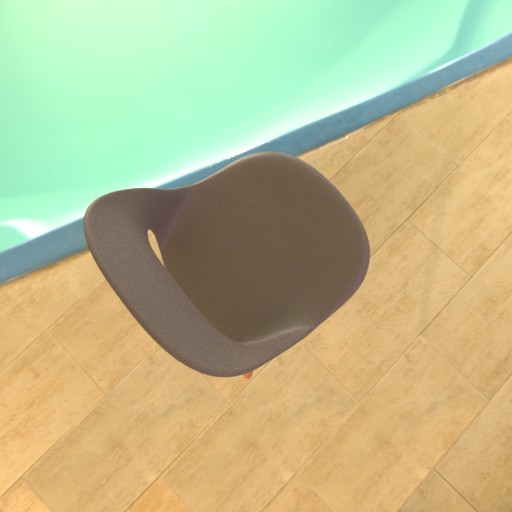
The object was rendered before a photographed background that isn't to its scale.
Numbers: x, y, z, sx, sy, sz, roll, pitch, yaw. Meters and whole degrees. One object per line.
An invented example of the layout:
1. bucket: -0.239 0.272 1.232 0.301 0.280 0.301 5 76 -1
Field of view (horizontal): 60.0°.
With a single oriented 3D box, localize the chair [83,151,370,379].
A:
1. chair: 0.000 0.000 1.132 0.556 0.795 0.470 -38 79 -9
